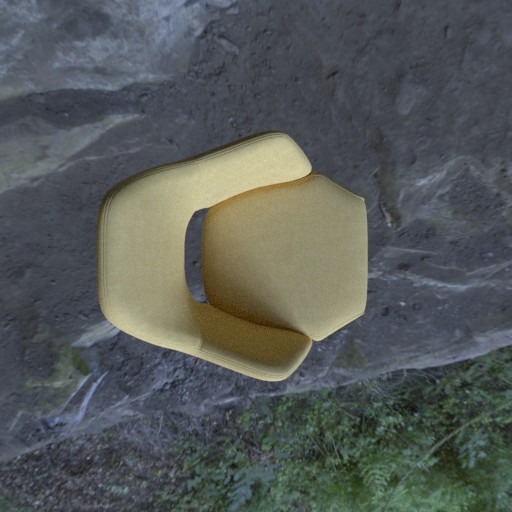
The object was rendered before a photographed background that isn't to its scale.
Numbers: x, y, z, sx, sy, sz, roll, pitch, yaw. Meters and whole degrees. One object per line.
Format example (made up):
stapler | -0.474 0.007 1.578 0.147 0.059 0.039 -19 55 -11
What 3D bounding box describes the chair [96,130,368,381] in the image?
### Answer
chair | 0.000 0.000 1.248 0.610 0.840 0.590 0 90 0
